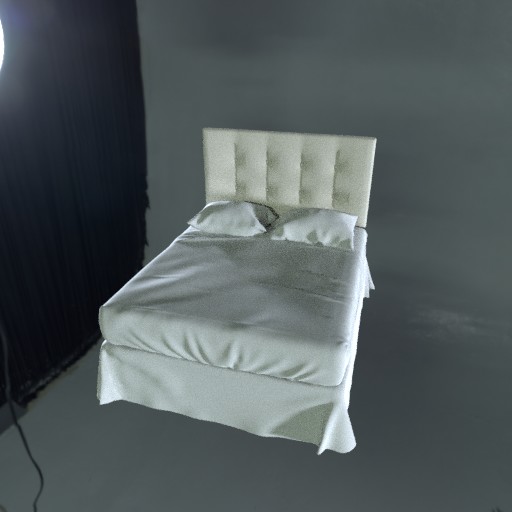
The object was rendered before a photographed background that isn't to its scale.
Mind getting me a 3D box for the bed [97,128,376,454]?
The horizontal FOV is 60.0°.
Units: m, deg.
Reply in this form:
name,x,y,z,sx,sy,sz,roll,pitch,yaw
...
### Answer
name,x,y,z,sx,sy,sz,roll,pitch,yaw
bed,0.000,0.000,3.565,1.936,1.577,2.222,7,28,14
